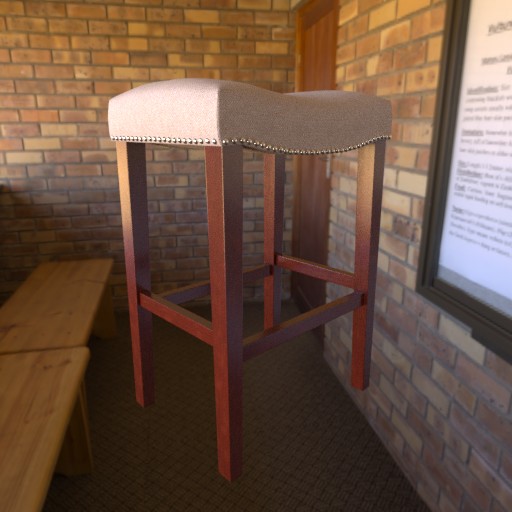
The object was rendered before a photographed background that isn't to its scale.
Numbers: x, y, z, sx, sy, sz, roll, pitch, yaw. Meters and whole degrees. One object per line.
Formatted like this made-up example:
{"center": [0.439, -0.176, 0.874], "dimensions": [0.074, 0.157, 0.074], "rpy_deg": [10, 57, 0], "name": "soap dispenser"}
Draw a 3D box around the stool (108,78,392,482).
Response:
{"center": [0.000, 0.000, 1.035], "dimensions": [0.504, 0.742, 0.372], "rpy_deg": [-15, 22, -41], "name": "stool"}
